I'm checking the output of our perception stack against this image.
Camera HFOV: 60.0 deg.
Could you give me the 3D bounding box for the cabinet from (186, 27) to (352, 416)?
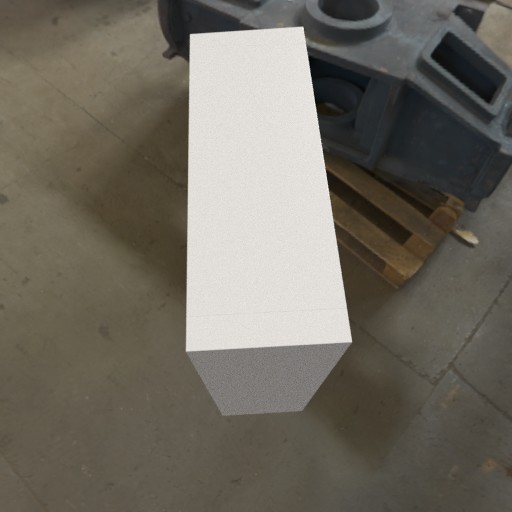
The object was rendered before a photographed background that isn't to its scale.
[{"bbox_3d":[0.000,0.000,1.657,0.348,1.150,0.990,-3,64,-1],"label":"cabinet"}]
